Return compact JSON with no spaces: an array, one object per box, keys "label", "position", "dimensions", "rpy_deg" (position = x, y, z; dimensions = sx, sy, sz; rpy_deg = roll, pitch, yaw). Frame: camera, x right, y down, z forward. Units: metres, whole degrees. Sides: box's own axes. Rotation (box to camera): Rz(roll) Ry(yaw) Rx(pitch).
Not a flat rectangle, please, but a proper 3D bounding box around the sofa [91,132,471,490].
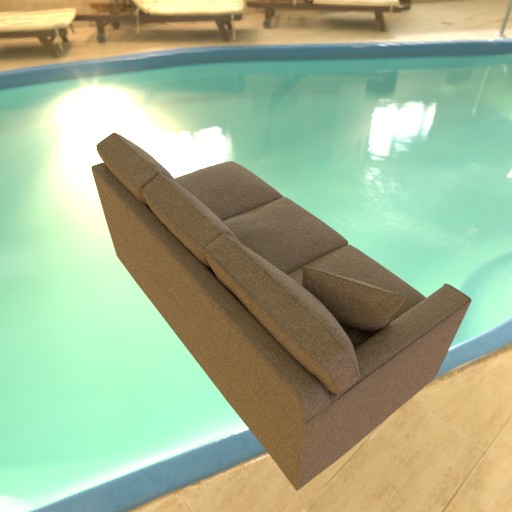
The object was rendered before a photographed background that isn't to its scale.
[{"label":"sofa","position":[0.000,0.000,2.465],"dimensions":[1.034,0.946,1.963],"rpy_deg":[-26,47,-27]}]
